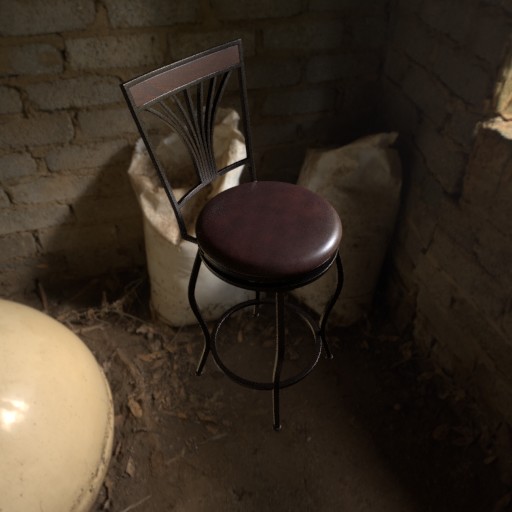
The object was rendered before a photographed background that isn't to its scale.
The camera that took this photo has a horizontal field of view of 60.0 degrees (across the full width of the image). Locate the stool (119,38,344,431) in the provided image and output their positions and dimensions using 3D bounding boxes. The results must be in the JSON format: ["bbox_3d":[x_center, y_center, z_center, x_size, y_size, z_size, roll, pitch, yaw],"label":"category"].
[{"bbox_3d":[0.000,0.000,1.406,0.514,1.117,0.433,26,48,27],"label":"stool"}]
